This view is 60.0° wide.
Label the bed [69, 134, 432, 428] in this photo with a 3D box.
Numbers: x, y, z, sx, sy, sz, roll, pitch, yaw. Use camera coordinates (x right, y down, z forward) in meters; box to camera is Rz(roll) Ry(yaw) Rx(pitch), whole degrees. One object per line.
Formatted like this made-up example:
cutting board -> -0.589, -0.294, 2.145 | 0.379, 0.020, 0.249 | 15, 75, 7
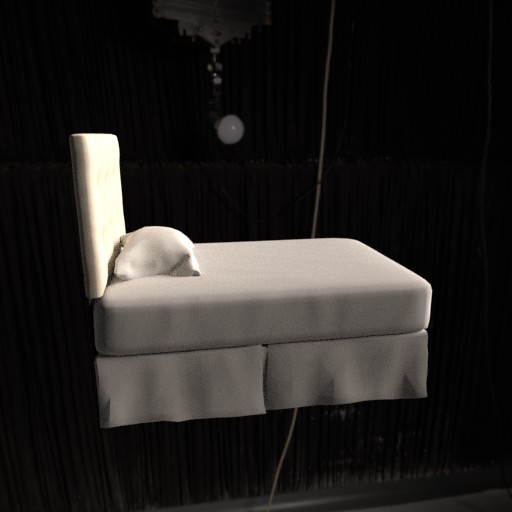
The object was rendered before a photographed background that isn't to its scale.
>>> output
bed -> 0.000, 0.000, 2.958 | 1.997, 1.571, 1.261 | -3, 15, -10
